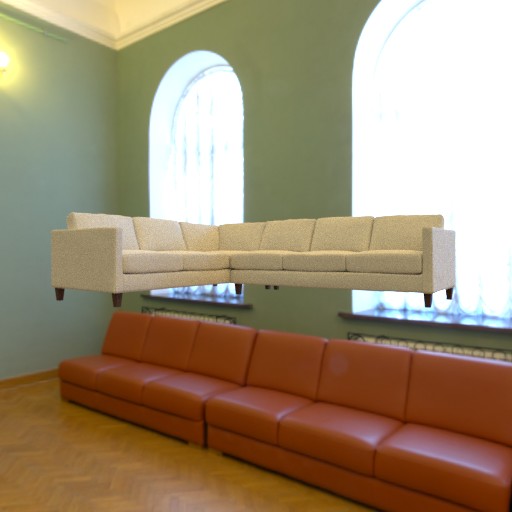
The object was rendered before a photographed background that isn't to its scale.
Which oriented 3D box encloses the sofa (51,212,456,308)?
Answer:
[{"bbox_3d":[0.000,0.000,4.345,3.182,0.863,2.432,0,0,36],"label":"sofa"}]
